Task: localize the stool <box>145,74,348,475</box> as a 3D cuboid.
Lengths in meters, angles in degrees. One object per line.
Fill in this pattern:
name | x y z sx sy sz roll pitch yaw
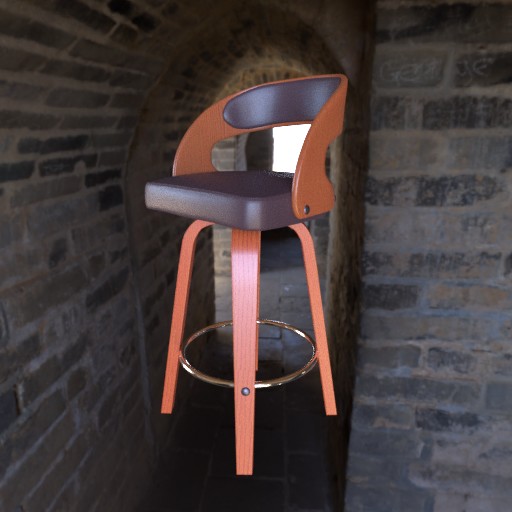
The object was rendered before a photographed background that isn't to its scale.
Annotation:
stool | 0.000 0.000 1.193 0.457 0.940 0.457 -14 21 -42
